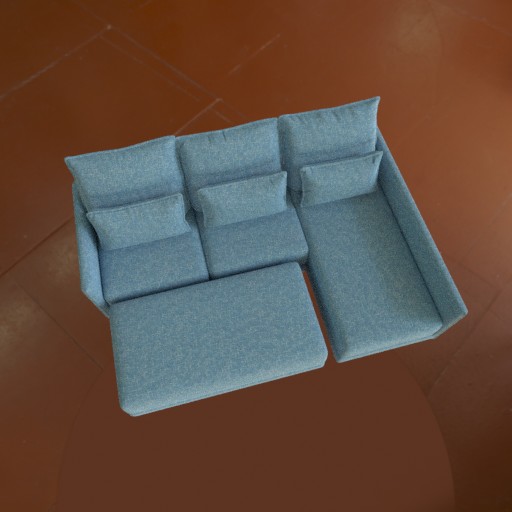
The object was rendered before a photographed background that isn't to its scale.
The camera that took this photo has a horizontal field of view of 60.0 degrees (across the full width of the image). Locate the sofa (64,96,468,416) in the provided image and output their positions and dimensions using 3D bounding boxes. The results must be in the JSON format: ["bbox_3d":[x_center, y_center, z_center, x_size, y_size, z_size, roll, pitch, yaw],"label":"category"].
[{"bbox_3d":[0.000,0.000,2.739,2.034,0.899,1.420,-13,65,-6],"label":"sofa"}]
